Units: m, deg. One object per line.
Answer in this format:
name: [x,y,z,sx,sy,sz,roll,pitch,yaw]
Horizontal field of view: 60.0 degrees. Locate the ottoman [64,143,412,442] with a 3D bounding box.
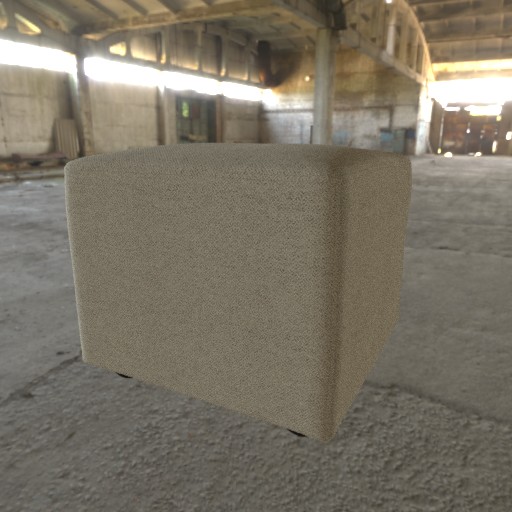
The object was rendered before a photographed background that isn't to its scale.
ottoman: [0.000,0.000,0.918,0.521,0.453,0.512,8,17,27]
